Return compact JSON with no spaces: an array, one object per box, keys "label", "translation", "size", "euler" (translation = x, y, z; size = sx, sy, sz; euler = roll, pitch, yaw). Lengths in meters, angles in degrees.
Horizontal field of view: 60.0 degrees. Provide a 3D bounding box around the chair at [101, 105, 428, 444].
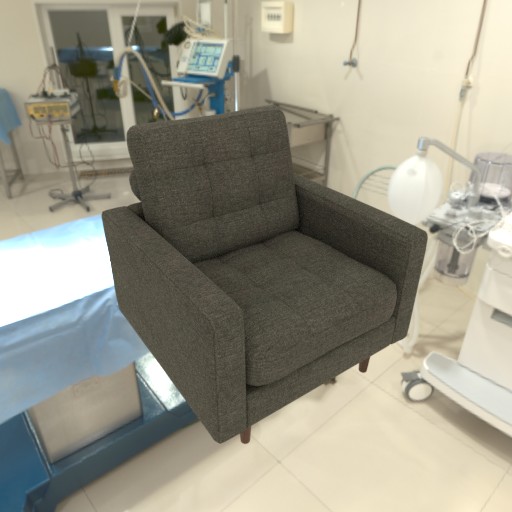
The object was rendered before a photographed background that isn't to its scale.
[{"label":"chair","translation":[0.000,0.000,1.561],"size":[0.821,0.880,0.843],"euler":[-19,35,-30]}]
